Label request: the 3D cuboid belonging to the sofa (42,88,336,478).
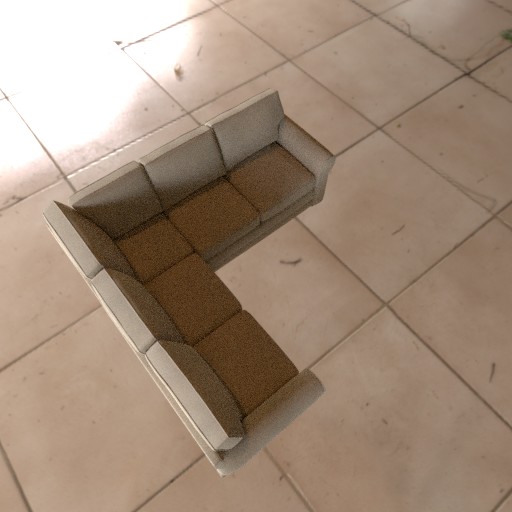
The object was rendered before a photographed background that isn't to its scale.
[{"bbox_3d":[0.000,0.000,3.882,2.569,1.054,2.487,-35,65,-19],"label":"sofa"}]
